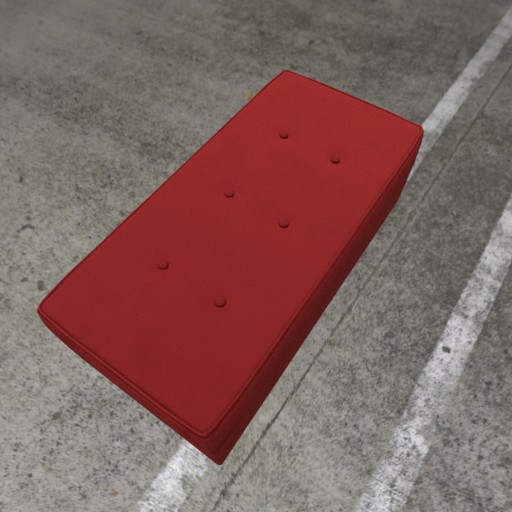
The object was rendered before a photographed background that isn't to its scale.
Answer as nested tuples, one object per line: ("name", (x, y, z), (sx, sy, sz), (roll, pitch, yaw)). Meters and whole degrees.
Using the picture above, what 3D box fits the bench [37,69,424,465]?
("bench", (0.000, 0.000, 1.279), (0.492, 0.471, 1.016), (30, 63, 17))
